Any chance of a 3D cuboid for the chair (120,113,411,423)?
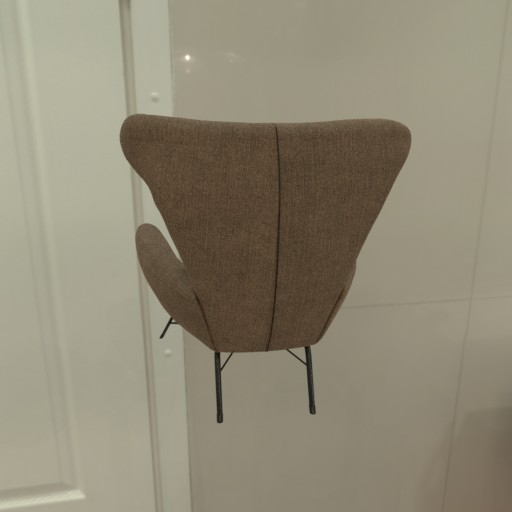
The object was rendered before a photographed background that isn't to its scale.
[{"bbox_3d":[0.000,0.000,1.753,0.980,1.040,0.900,-3,15,-10],"label":"chair"}]
